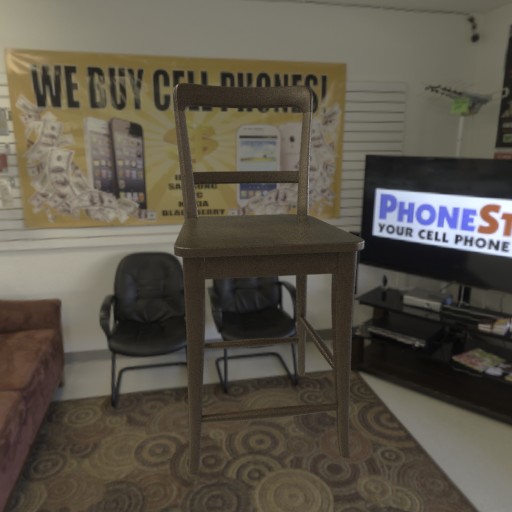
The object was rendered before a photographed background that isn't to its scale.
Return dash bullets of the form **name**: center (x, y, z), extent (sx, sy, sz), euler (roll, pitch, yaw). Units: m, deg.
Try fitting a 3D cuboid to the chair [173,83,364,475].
- **chair**: center (0.000, 0.000, 1.281), extent (0.450, 0.991, 0.546), euler (-2, 14, -9)
